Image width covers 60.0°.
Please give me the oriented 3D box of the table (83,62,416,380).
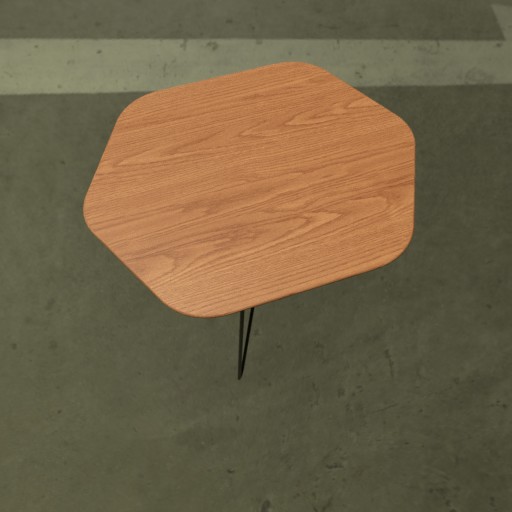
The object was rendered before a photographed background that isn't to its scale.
[{"bbox_3d":[0.000,0.000,0.895,0.500,0.562,0.400,-16,64,-8],"label":"table"}]
